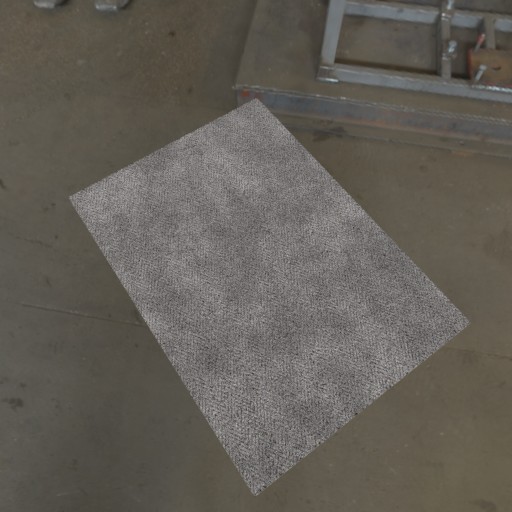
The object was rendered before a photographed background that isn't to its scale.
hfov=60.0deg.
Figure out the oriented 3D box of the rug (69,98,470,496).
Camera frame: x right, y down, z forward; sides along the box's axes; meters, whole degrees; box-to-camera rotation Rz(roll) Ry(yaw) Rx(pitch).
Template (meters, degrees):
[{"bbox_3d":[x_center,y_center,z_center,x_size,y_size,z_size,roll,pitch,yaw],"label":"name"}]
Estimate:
[{"bbox_3d":[0.000,0.000,2.874,1.600,0.008,2.235,-33,68,-15],"label":"rug"}]
